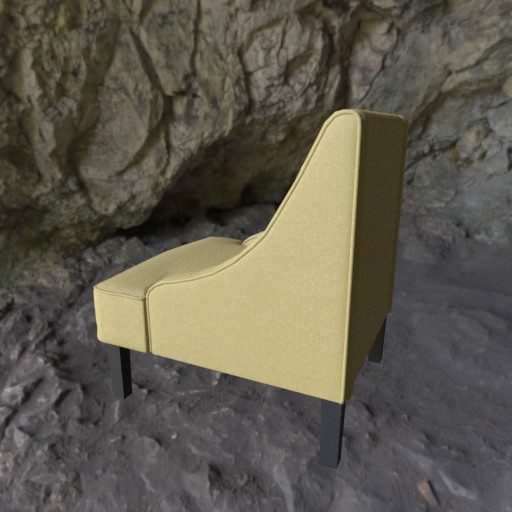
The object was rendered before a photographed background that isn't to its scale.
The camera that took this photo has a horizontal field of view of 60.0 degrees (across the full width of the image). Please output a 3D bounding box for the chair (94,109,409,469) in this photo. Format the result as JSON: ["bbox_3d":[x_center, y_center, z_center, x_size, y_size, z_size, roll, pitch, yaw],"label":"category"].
[{"bbox_3d":[0.000,0.000,1.470,0.814,0.896,0.696,8,18,24],"label":"chair"}]
